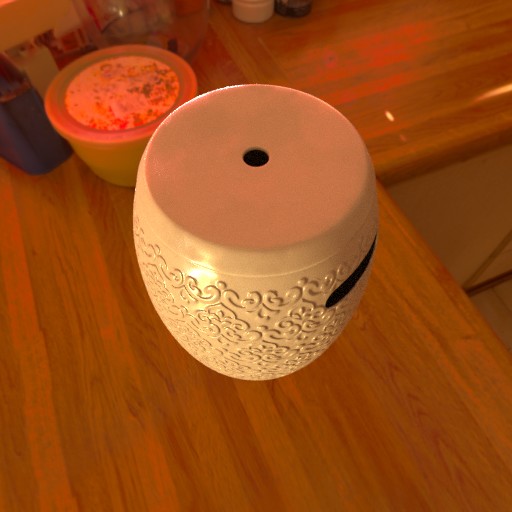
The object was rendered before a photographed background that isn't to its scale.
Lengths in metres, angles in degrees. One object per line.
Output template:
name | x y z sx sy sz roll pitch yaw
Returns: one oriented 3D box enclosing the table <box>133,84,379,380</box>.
table | 0.000 0.000 0.622 0.309 0.397 0.309 0 59 0
